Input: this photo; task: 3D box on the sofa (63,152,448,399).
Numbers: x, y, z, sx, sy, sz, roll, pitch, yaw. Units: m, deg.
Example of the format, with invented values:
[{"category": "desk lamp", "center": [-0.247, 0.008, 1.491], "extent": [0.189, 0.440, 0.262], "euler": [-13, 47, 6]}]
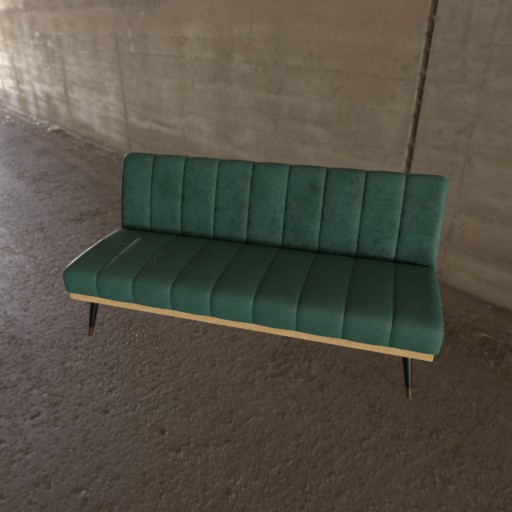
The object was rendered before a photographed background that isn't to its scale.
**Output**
[{"category": "sofa", "center": [0.000, 0.000, 2.320], "extent": [1.810, 0.820, 0.830], "euler": [7, 28, 14]}]
